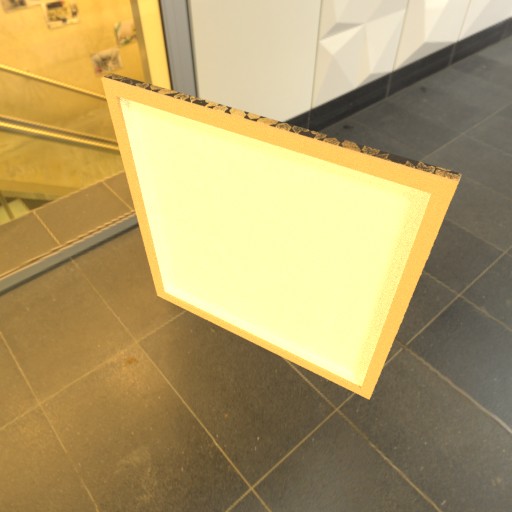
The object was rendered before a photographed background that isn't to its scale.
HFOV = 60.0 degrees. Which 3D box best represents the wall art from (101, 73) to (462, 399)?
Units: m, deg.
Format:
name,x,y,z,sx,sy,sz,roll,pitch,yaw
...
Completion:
name,x,y,z,sx,sy,sz,roll,pitch,yaw
wall art,0.000,0.000,1.346,0.914,0.914,0.038,22,50,20
